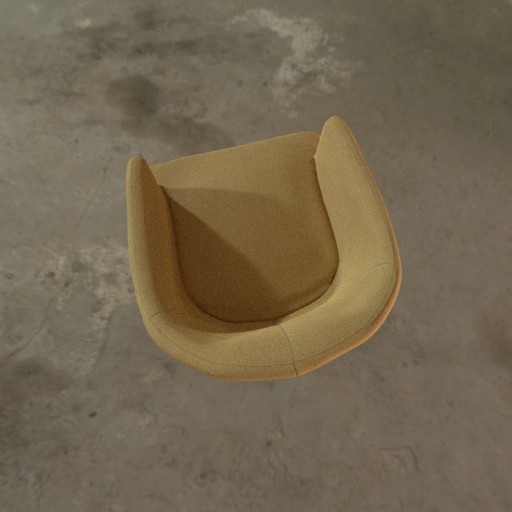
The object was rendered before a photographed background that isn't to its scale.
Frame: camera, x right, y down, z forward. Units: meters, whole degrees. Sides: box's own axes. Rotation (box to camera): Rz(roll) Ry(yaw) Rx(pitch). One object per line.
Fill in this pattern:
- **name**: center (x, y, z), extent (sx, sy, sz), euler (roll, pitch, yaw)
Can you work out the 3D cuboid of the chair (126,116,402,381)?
- **chair**: center (0.000, 0.000, 1.254), extent (0.583, 0.811, 0.655), euler (-12, 77, -3)
